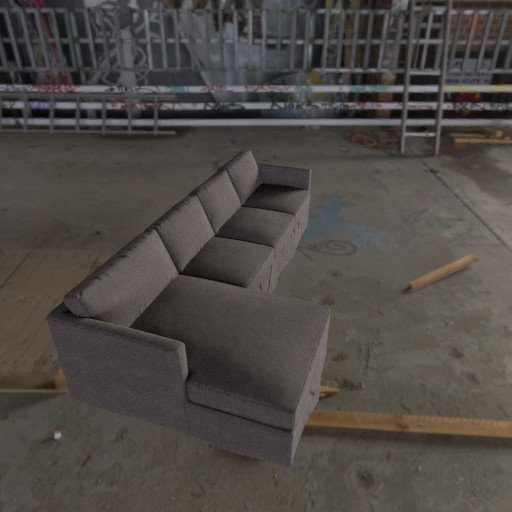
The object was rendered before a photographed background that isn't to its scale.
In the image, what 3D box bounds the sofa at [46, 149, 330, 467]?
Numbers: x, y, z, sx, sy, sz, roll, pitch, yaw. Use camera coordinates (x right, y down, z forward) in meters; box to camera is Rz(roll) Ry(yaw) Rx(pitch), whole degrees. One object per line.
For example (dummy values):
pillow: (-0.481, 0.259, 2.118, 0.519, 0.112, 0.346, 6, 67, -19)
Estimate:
sofa: (0.000, 0.000, 3.901, 1.650, 0.922, 3.205, 10, 32, 17)
